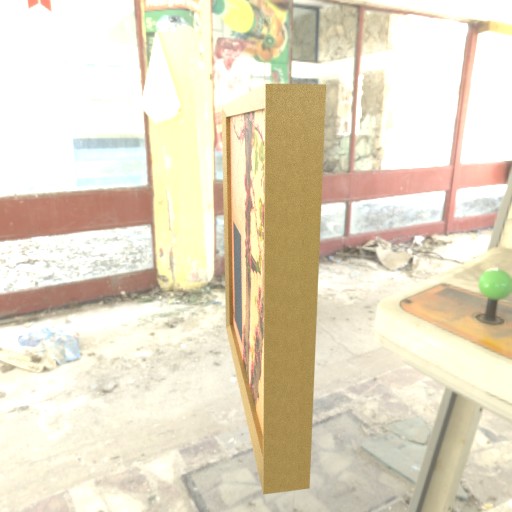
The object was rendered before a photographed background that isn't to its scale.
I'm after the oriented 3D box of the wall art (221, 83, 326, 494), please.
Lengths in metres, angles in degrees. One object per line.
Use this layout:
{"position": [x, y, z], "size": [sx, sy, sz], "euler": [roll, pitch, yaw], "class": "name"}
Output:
{"position": [0.000, 0.000, 0.456], "size": [0.038, 0.305, 0.304], "euler": [-3, 16, -9], "class": "wall art"}
